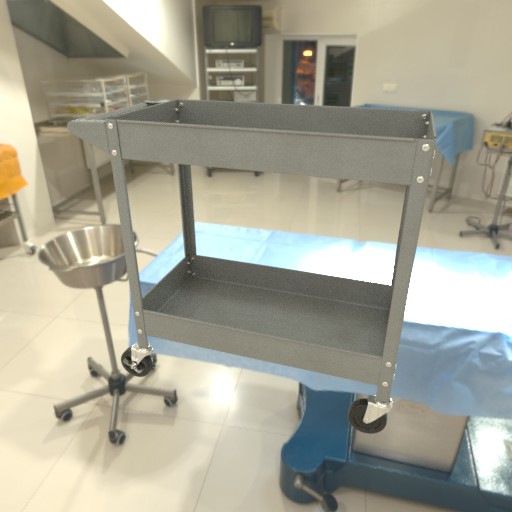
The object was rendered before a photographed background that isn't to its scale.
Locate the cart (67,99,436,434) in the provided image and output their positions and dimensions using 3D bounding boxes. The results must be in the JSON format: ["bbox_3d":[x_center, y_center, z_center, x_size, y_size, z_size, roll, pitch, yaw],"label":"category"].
[{"bbox_3d":[0.000,0.000,1.163,0.779,0.719,0.366,8,28,16],"label":"cart"}]
